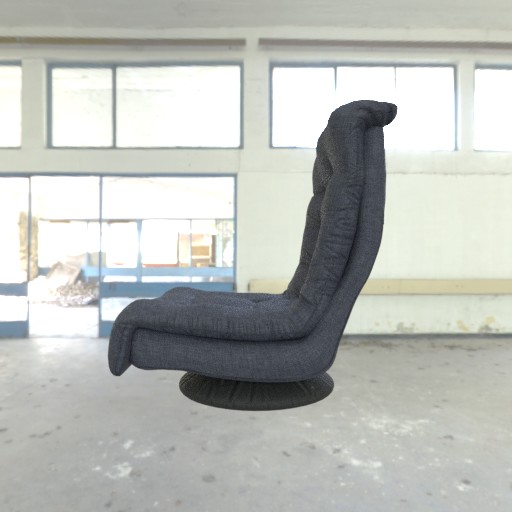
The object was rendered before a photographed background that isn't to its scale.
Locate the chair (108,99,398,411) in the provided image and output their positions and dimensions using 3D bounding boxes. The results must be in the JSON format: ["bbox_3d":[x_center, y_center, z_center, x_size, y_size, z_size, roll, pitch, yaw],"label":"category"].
[{"bbox_3d":[0.000,0.000,1.242,0.668,0.749,0.597,0,-1,1],"label":"chair"}]
